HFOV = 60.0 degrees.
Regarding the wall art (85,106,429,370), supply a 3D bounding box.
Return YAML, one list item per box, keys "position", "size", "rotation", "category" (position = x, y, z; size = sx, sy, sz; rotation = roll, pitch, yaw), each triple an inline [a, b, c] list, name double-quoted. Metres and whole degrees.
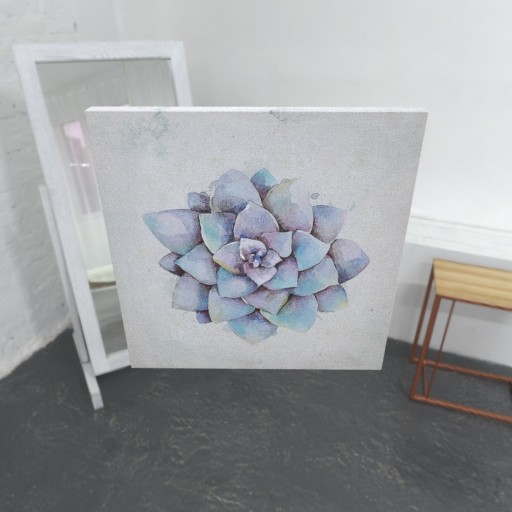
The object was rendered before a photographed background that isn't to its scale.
- position: [0.000, 0.000, 0.952]
  size: [0.612, 0.612, 0.040]
  rotation: [0, 29, 1]
  category: "wall art"
